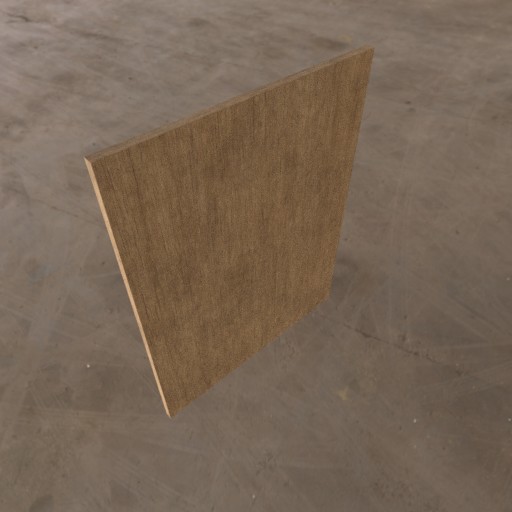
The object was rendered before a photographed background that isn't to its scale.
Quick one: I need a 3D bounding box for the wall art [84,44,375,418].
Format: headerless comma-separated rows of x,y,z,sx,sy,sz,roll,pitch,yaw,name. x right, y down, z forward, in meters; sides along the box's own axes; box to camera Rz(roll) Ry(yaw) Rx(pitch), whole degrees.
0.000,0.000,0.894,0.534,0.686,0.018,-32,54,-28,wall art
